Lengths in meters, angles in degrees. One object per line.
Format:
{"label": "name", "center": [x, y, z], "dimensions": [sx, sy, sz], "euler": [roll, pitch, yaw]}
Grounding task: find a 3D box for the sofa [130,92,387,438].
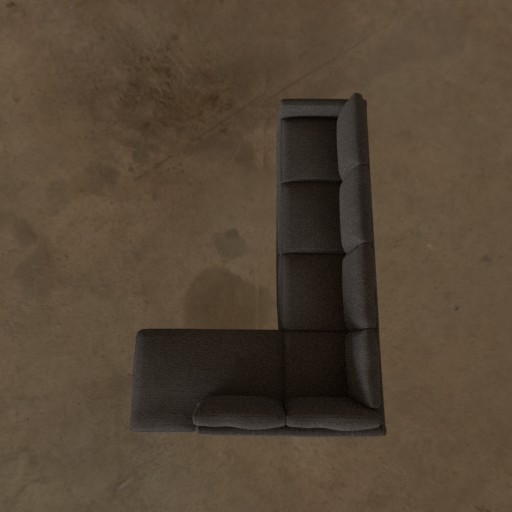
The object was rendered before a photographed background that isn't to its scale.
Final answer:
{"label": "sofa", "center": [0.000, 0.000, 3.888], "dimensions": [2.007, 0.815, 2.949], "euler": [1, 75, 0]}
